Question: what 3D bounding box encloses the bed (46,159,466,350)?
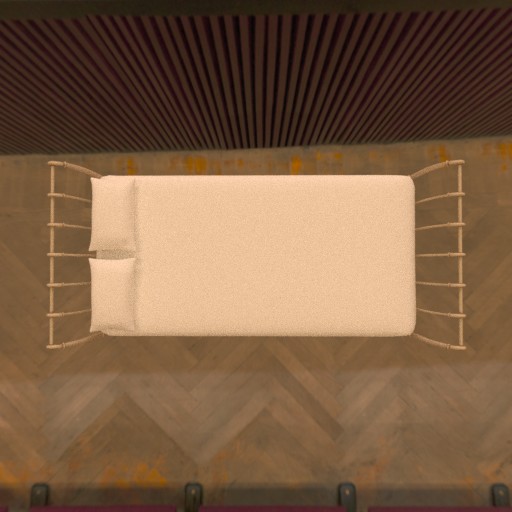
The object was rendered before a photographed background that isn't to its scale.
[{"bbox_3d":[0.000,0.000,2.774,2.228,0.873,1.032,0,89,1],"label":"bed"}]
